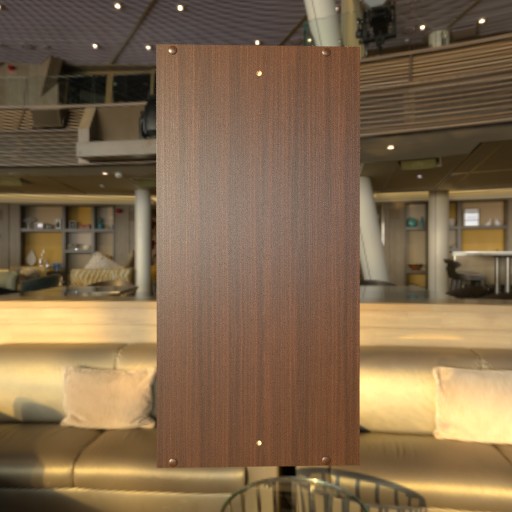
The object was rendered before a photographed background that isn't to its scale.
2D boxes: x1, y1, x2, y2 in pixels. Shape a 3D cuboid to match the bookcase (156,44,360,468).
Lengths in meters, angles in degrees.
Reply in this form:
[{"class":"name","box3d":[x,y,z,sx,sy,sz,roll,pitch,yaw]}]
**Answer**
[{"class":"bookcase","box3d":[0.000,0.000,0.780,0.290,0.600,0.300,0,0,-2]}]
